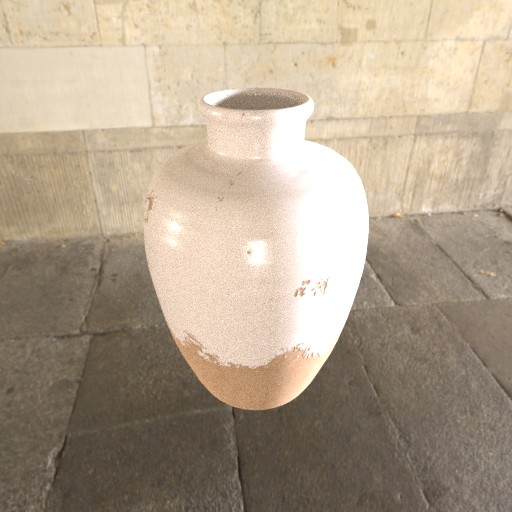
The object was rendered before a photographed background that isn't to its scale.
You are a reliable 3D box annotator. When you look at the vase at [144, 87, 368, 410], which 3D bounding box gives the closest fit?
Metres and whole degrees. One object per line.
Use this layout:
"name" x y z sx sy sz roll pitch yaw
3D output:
"vase" 0.000 0.000 0.333 0.158 0.228 0.158 0 31 0
